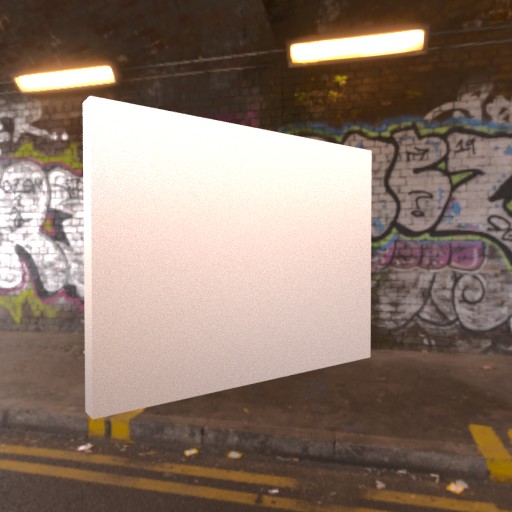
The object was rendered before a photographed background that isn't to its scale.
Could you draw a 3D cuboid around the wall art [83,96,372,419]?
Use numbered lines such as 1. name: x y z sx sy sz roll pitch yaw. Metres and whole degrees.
1. wall art: 0.000 0.000 1.436 1.056 0.801 0.066 -1 1 -36
